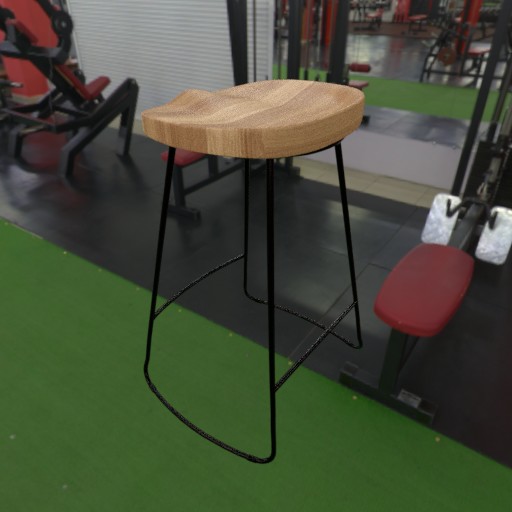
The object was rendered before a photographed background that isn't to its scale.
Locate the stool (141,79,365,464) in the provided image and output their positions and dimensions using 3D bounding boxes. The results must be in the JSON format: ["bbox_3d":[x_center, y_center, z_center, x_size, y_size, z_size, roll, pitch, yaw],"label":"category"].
[{"bbox_3d":[0.000,0.000,0.970,0.401,0.679,0.480,22,39,31],"label":"stool"}]
